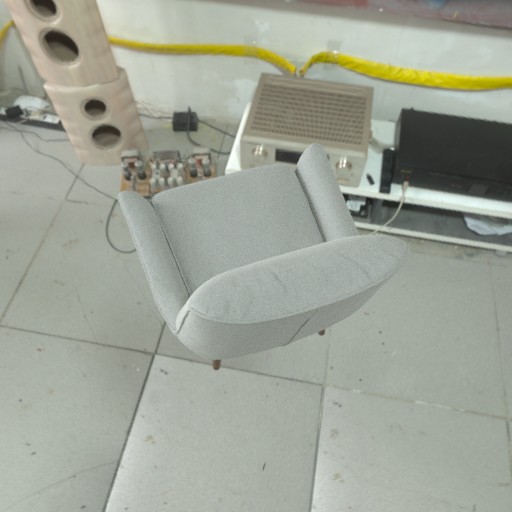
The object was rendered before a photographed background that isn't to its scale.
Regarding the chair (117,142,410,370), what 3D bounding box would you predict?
[{"bbox_3d":[0.000,0.000,1.477,0.787,0.888,0.822,-16,59,-10],"label":"chair"}]
